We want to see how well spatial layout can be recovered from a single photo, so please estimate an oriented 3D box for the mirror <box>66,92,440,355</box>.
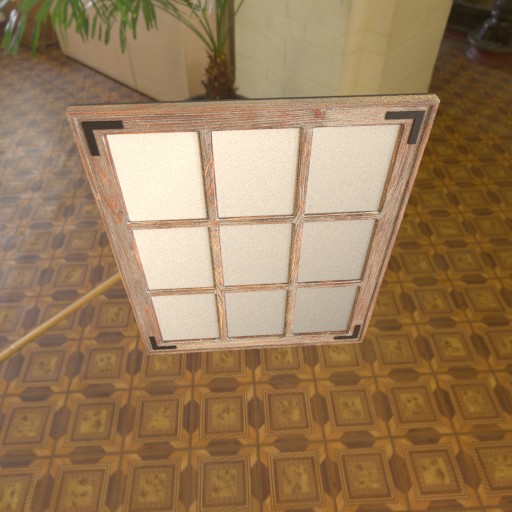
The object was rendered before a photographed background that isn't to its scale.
[{"bbox_3d":[0.000,0.000,1.194,0.730,0.882,0.032,-3,47,-3],"label":"mirror"}]
